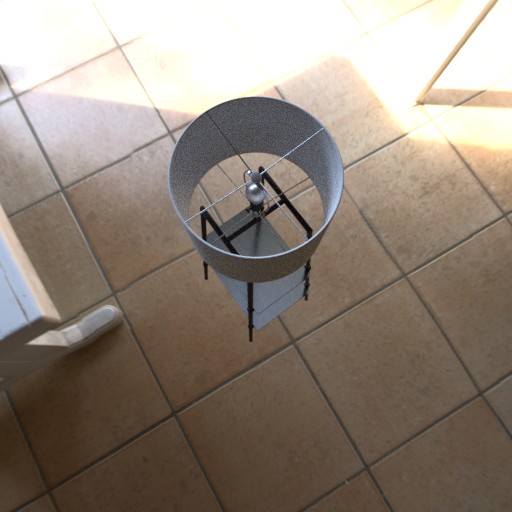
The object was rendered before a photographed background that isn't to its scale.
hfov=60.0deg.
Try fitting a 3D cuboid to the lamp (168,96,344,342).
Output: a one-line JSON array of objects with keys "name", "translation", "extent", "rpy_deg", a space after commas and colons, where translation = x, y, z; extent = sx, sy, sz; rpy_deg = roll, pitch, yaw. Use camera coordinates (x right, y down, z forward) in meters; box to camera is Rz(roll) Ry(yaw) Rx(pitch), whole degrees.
[{"name": "lamp", "translation": [0.000, 0.000, 1.660], "extent": [0.384, 1.474, 0.427], "rpy_deg": [-35, 79, -8]}]
